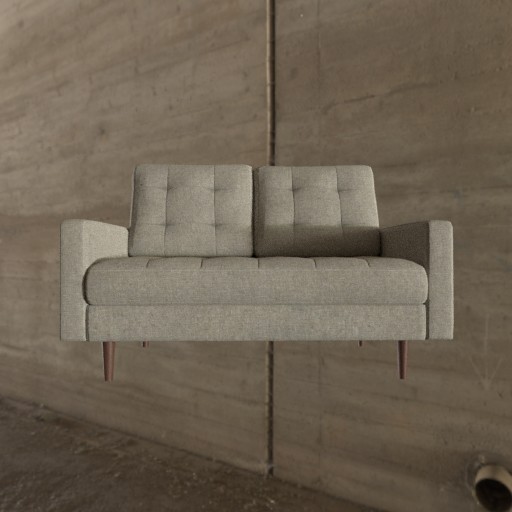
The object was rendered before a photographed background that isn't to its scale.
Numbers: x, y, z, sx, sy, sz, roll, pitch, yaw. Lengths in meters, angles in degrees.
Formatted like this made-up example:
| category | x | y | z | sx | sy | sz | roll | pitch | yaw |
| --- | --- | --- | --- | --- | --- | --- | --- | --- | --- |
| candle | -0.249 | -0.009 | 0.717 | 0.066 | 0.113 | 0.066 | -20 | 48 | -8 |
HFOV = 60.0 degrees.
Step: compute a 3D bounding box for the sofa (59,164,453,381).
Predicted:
| category | x | y | z | sx | sy | sz | roll | pitch | yaw |
| --- | --- | --- | --- | --- | --- | --- | --- | --- | --- |
| sofa | 0.000 | 0.000 | 1.946 | 1.407 | 0.907 | 0.842 | 0 | 0 | -1 |
